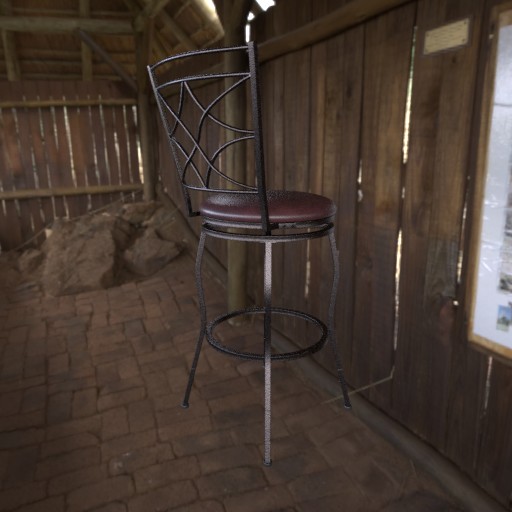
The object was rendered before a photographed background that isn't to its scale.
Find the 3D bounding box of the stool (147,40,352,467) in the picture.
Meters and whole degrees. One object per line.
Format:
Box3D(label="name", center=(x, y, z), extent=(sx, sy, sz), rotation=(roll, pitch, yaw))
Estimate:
Box3D(label="stool", center=(0.000, 0.000, 1.392), extent=(0.534, 1.117, 0.434), rotation=(-13, 19, -43))
